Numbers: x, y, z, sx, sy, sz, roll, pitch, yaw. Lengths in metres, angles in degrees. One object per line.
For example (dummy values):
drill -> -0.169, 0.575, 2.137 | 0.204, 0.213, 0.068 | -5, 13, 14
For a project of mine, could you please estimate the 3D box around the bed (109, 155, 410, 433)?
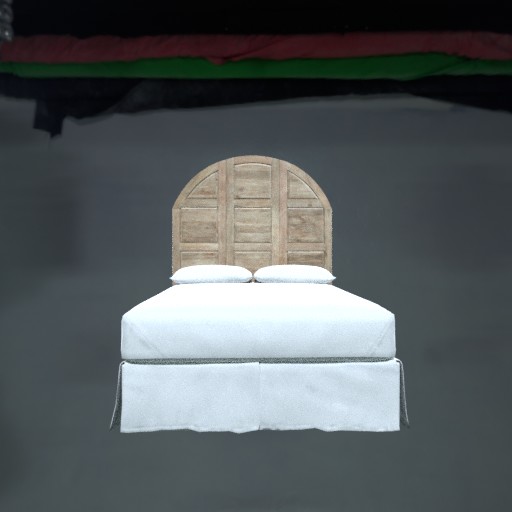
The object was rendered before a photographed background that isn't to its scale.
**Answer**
bed -> 0.000, 0.000, 3.509 | 1.713, 2.002, 2.112 | 0, 1, -2
